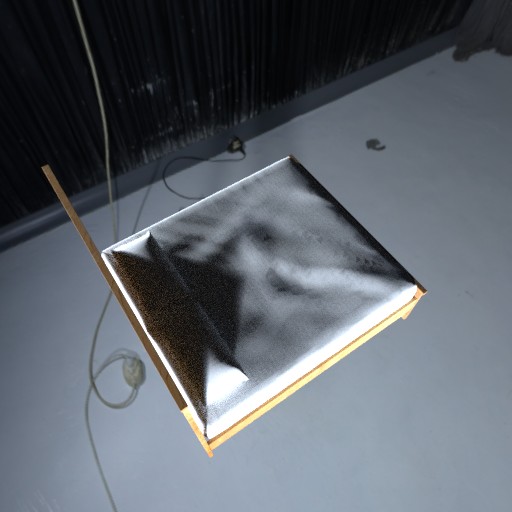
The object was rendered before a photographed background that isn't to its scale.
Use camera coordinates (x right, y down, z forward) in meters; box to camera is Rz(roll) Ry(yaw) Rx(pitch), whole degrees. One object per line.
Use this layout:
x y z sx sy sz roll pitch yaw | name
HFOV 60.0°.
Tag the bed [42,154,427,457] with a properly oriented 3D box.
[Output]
0.000 0.000 3.624 2.201 1.686 1.936 -30 63 -17 | bed
